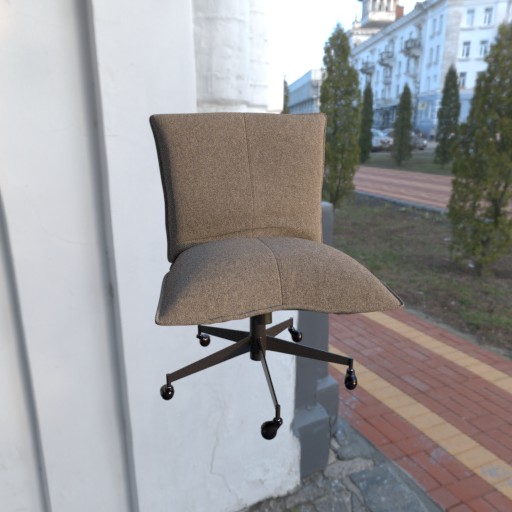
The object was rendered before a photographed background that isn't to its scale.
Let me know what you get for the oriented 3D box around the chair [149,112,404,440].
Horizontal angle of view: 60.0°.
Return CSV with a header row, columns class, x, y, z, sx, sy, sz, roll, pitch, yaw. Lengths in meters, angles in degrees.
class,x,y,z,sx,sy,sz,roll,pitch,yaw
chair,0.000,0.000,1.273,0.597,0.811,0.696,-2,16,-9
